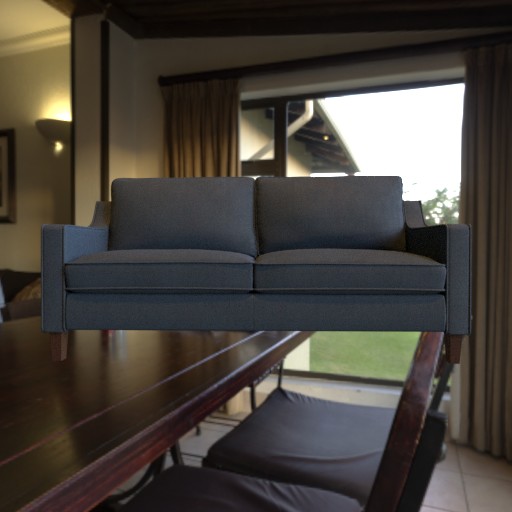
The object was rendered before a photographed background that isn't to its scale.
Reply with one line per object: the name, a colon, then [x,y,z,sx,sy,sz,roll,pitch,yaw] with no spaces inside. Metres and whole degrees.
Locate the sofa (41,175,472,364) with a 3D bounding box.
sofa: [0.000,0.000,2.735,2.178,1.071,1.066,0,1,2]
